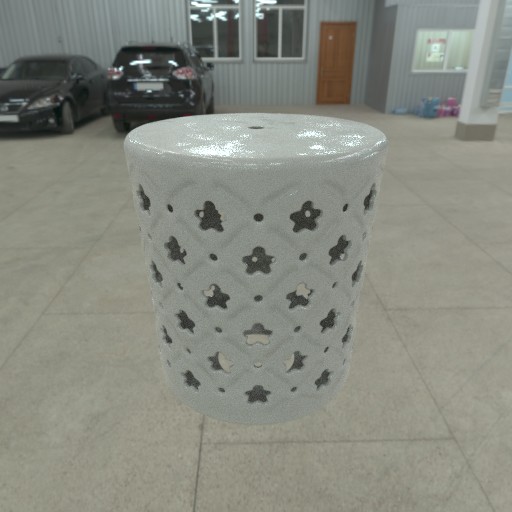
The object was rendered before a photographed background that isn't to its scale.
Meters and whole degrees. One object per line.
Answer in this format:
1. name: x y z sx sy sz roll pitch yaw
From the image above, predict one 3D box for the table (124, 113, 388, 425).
1. table: 0.000 0.000 0.685 0.352 0.387 0.352 0 25 0
